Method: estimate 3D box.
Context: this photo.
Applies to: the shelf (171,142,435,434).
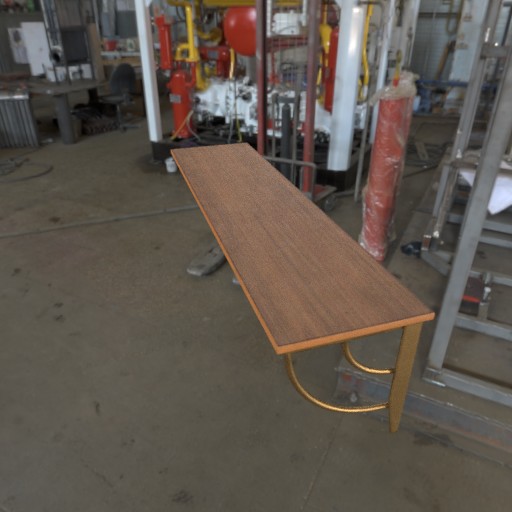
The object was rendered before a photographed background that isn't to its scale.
[{"bbox_3d":[0.000,0.000,0.724,0.166,0.190,0.636,-9,31,-15],"label":"shelf"}]
